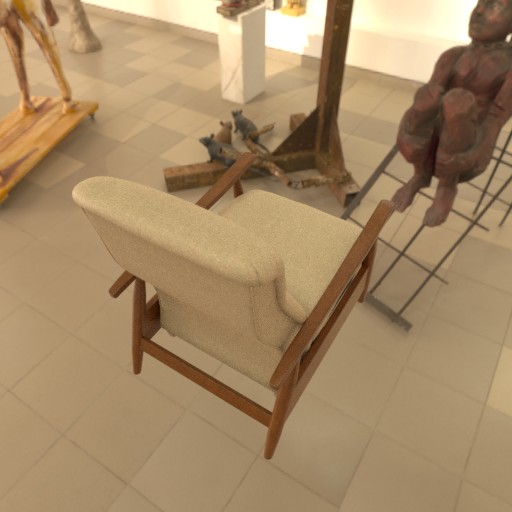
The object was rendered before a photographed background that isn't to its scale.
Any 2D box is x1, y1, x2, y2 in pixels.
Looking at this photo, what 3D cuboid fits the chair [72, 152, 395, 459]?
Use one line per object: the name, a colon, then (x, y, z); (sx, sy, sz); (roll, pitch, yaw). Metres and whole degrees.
chair: (0.000, 0.000, 1.786); (0.762, 1.082, 1.030); (24, 50, 22)
